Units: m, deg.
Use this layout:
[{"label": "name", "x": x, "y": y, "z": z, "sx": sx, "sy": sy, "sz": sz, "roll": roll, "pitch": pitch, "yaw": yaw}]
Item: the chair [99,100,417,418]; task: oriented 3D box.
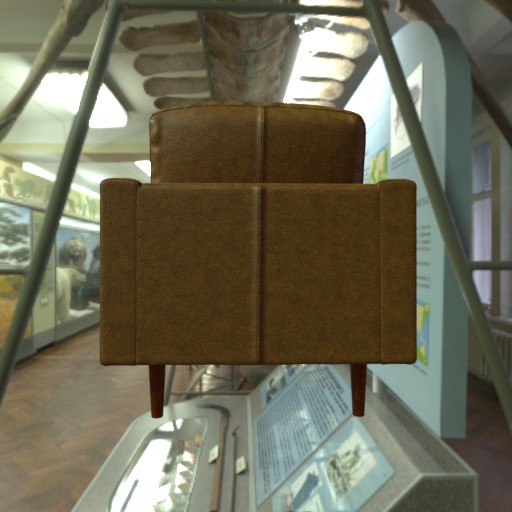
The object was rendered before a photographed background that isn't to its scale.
[{"label": "chair", "x": 0.000, "y": 0.000, "z": 1.688, "sx": 0.890, "sy": 0.956, "sz": 0.909, "roll": 0, "pitch": 0, "yaw": -1}]
